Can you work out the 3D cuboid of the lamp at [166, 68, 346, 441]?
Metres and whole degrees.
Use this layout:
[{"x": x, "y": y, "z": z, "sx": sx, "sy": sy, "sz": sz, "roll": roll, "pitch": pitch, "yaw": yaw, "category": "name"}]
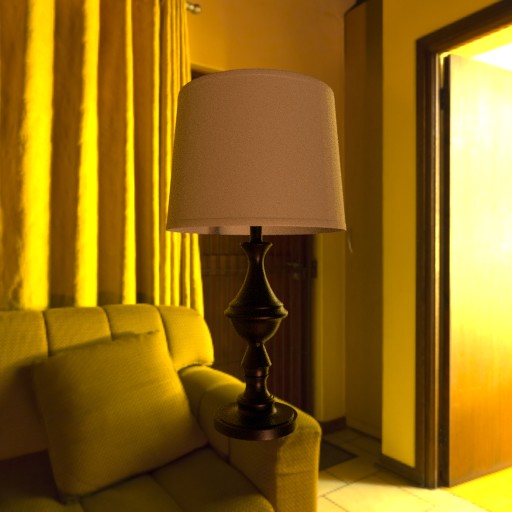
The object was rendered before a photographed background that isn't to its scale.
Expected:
[{"x": 0.000, "y": 0.000, "z": 0.960, "sx": 0.383, "sy": 0.726, "sz": 0.383, "roll": 0, "pitch": 0, "yaw": 0, "category": "lamp"}]
